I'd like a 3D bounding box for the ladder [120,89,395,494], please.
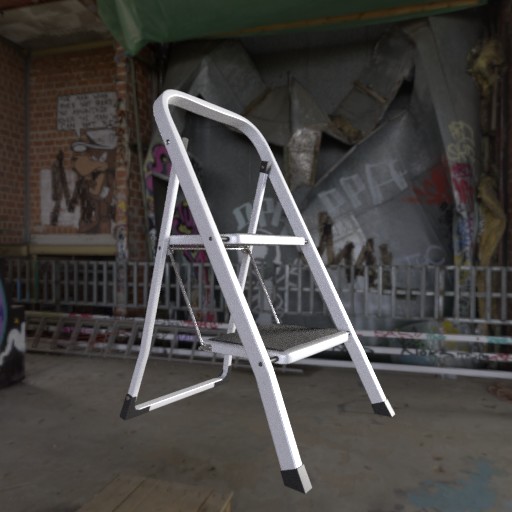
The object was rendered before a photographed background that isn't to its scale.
[{"bbox_3d":[0.000,0.000,1.100,0.544,0.810,0.460,0,1,36],"label":"ladder"}]
